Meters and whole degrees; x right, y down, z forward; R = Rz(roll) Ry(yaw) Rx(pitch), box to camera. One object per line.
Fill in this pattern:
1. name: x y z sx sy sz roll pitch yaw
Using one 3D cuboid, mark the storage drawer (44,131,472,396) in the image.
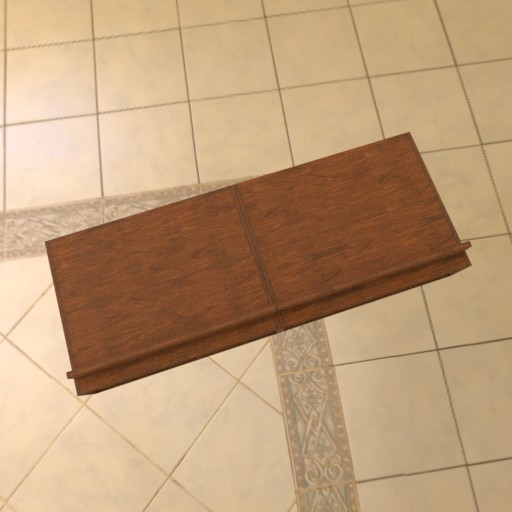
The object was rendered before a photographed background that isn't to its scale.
1. storage drawer: 0.000 0.000 2.217 1.914 0.339 0.774 -18 76 -5
